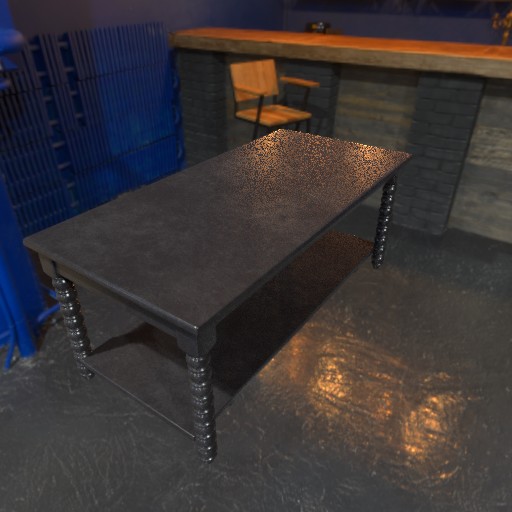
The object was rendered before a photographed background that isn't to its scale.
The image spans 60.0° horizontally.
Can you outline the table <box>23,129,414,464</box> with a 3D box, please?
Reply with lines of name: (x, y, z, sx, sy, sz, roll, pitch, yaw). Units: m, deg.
table: (0.000, 0.000, 1.469, 0.580, 0.487, 1.171, 21, 37, 30)
